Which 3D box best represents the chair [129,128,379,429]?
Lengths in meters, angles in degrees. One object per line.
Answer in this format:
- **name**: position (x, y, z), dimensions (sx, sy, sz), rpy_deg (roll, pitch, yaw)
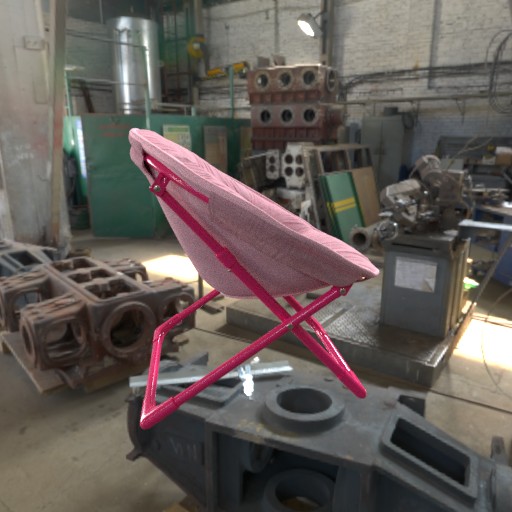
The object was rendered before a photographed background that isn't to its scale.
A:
- **chair**: position (0.000, 0.000, 0.892), dimensions (0.459, 0.494, 0.522), rpy_deg (-2, 16, -8)
